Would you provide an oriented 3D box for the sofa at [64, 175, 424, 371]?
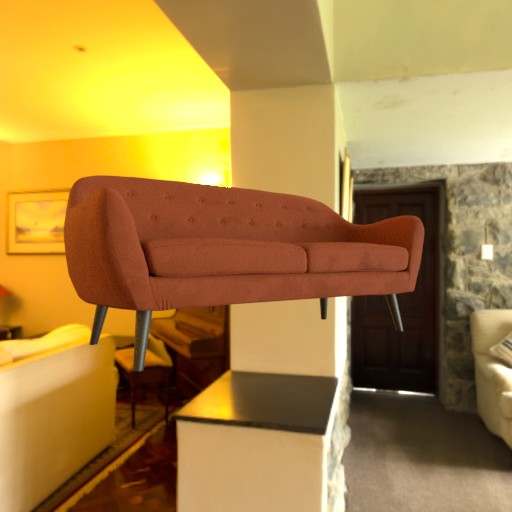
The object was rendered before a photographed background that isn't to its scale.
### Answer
[{"bbox_3d":[0.000,0.000,2.313,1.840,0.836,0.820,0,0,-36],"label":"sofa"}]
